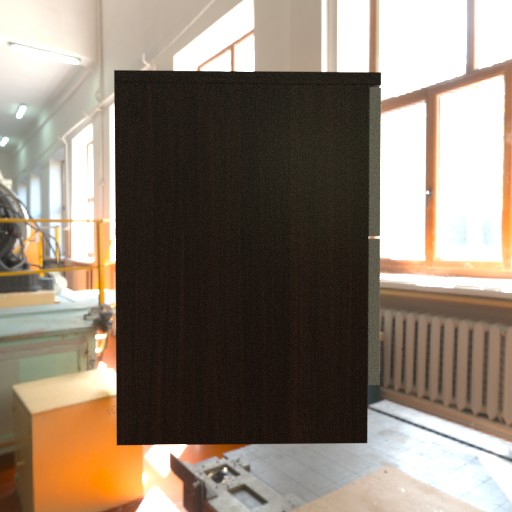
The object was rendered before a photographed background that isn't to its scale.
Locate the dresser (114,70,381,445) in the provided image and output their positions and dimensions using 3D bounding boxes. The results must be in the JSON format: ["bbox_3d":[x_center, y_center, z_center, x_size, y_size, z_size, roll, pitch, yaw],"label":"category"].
[{"bbox_3d":[0.000,0.000,0.758,0.360,0.470,0.400,0,1,-1],"label":"dresser"}]
